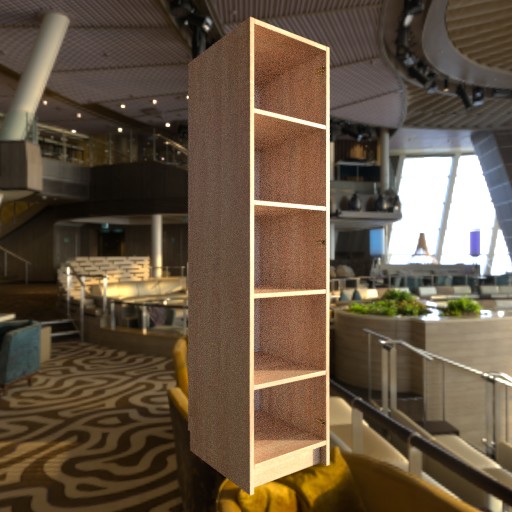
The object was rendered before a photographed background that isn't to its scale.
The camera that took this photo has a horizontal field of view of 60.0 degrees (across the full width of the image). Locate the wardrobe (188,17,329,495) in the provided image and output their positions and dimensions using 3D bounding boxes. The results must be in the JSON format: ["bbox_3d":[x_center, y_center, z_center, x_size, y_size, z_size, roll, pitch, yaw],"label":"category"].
[{"bbox_3d":[0.000,0.000,2.341,0.496,2.117,0.588,0,0,-36],"label":"wardrobe"}]
